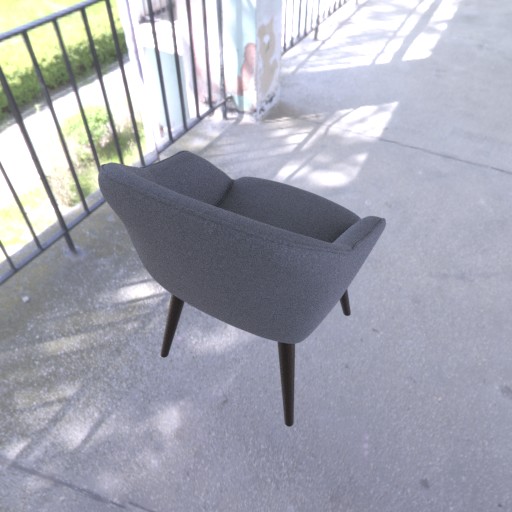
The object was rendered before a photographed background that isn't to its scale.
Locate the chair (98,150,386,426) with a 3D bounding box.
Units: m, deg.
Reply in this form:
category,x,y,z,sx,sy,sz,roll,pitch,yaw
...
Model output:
category,x,y,z,sx,sy,sz,roll,pitch,yaw
chair,0.000,0.000,1.216,0.589,0.810,0.611,23,51,20
